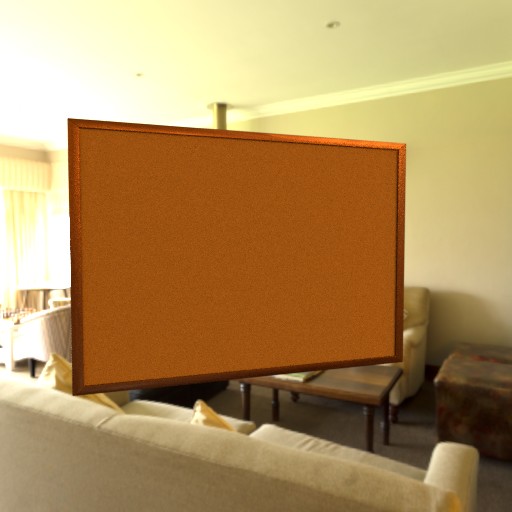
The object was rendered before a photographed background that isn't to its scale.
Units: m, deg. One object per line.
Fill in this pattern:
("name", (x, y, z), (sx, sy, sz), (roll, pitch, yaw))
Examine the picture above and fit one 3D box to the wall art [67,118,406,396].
("wall art", (0.000, 0.000, 0.556), (0.431, 0.304, 0.012), (-1, 3, -18))
